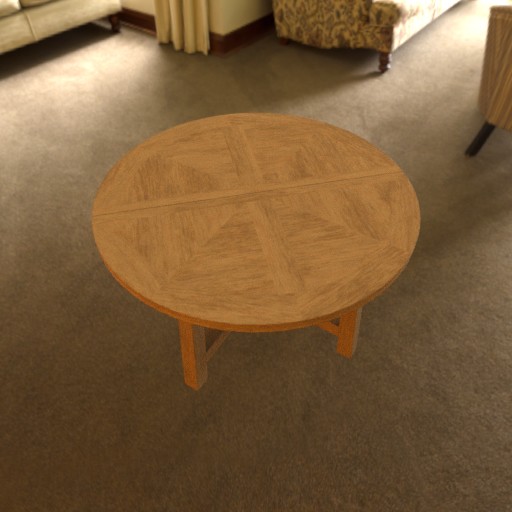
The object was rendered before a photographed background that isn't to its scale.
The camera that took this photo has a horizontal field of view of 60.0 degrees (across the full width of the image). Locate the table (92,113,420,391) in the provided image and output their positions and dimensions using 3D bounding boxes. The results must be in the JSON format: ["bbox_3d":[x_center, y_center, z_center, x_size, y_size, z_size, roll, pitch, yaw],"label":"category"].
[{"bbox_3d":[0.000,0.000,2.111,1.319,0.762,1.319,0,46,0],"label":"table"}]
